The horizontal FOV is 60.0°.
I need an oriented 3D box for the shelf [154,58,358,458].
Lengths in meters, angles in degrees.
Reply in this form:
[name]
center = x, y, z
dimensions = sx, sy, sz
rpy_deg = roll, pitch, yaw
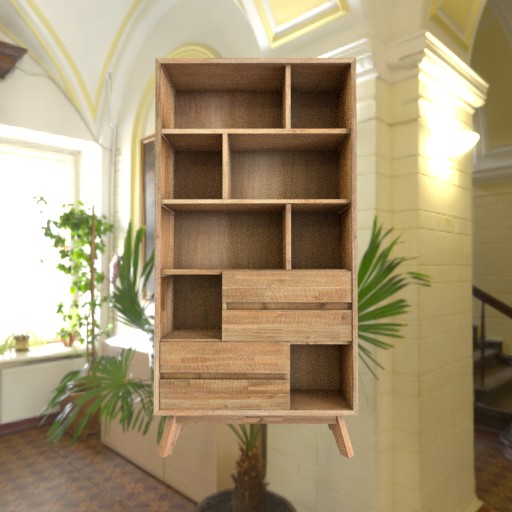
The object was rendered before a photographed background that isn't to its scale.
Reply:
[shelf]
center = 0.000, 0.000, 1.773
dimensions = 0.748, 1.471, 0.308
rpy_deg = 0, -1, 0
